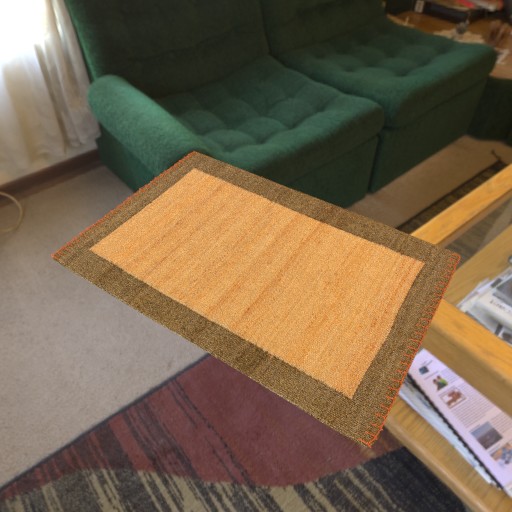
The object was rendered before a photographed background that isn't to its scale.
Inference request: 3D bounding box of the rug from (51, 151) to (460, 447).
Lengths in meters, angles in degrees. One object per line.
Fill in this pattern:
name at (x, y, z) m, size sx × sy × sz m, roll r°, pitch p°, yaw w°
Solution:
rug at (0.000, 0.000, 2.351) m, size 1.838 × 0.019 × 1.220 m, roll 25°, pitch 51°, yaw 22°
